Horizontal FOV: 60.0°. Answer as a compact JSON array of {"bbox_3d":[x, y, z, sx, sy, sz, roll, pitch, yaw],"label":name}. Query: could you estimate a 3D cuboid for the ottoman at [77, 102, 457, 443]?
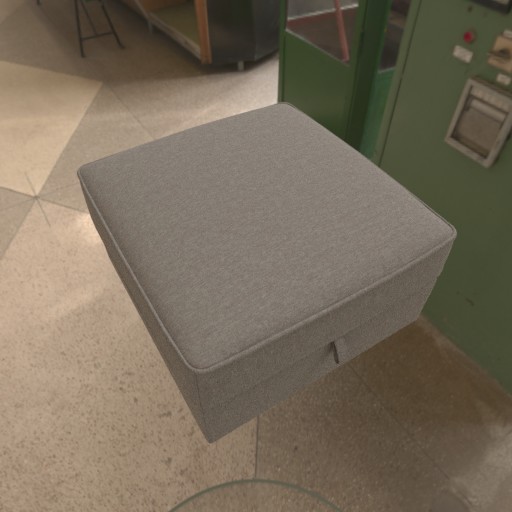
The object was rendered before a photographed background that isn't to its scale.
[{"bbox_3d":[0.000,0.000,1.411,0.808,0.612,0.871,-24,52,-21],"label":"ottoman"}]
